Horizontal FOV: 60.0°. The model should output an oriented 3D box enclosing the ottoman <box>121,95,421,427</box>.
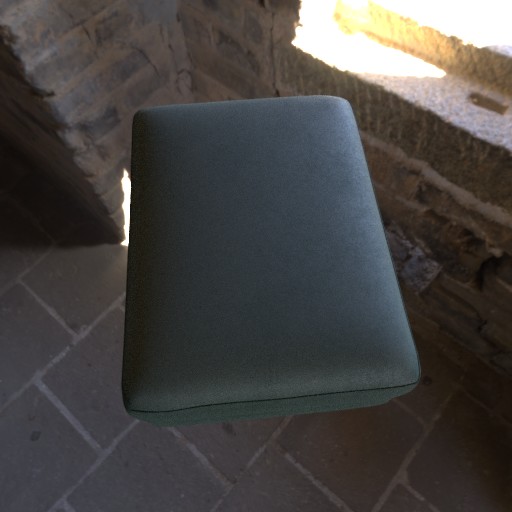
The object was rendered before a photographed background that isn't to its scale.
[{"bbox_3d":[0.000,0.000,1.167,0.608,0.449,0.811,-5,63,-3],"label":"ottoman"}]
